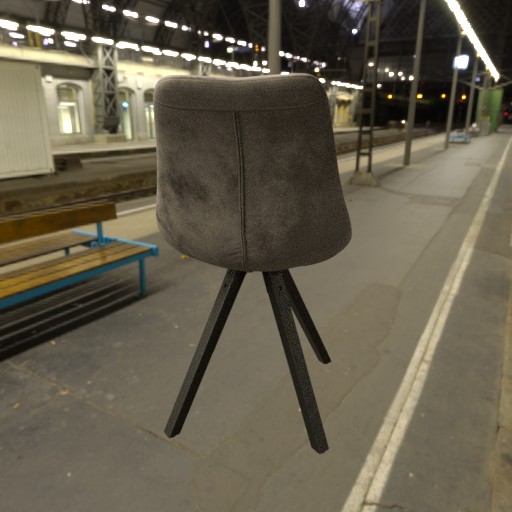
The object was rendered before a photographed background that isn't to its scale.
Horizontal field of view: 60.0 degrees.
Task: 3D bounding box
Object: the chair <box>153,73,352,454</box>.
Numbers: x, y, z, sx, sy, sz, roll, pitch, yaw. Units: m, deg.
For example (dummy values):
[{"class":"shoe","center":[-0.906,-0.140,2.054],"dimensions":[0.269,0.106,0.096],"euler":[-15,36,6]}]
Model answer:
[{"class":"chair","center":[0.000,0.000,1.170],"dimensions":[0.485,0.850,0.550],"euler":[3,18,8]}]
